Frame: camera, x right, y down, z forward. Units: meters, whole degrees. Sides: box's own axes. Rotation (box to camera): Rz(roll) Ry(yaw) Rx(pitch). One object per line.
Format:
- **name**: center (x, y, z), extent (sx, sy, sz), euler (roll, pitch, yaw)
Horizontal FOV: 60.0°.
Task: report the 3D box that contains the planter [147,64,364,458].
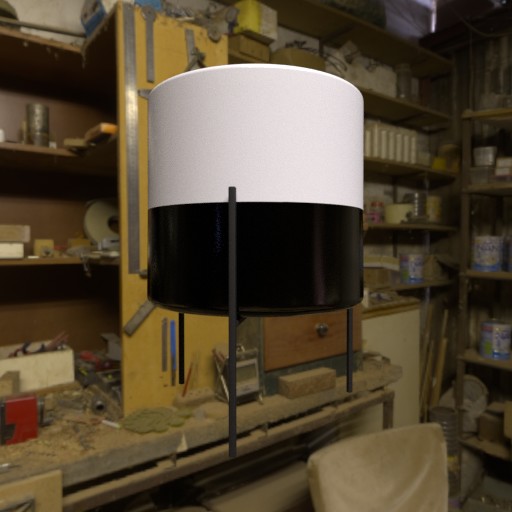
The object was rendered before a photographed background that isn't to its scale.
- **planter**: center (0.000, 0.000, 0.643), extent (0.310, 0.432, 0.310), euler (-1, 1, -36)
